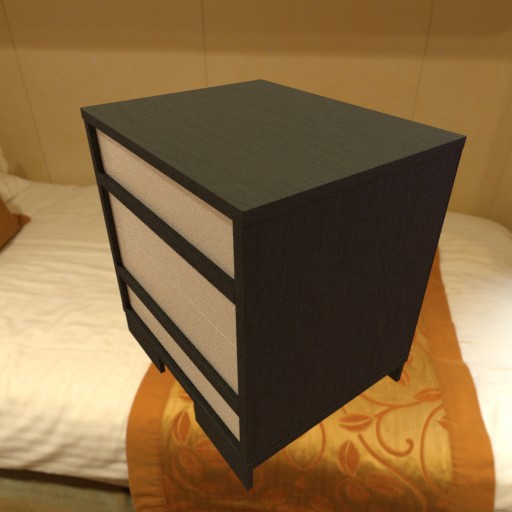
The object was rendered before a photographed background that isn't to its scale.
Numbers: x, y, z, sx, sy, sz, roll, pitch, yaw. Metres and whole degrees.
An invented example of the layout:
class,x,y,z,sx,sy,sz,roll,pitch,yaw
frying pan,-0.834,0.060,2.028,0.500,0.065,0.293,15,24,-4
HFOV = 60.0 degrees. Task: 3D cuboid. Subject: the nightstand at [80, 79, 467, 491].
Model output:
class,x,y,z,sx,sy,sz,roll,pitch,yaw
nightstand,0.000,0.000,0.735,0.347,0.448,0.427,-22,39,-30
